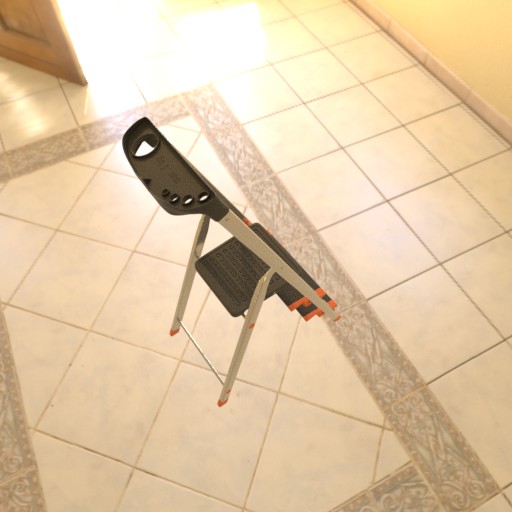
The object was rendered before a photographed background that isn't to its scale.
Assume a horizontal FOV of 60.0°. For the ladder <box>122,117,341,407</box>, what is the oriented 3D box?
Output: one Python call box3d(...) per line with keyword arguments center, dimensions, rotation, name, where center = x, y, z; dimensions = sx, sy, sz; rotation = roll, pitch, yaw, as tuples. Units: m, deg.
box3d(center=(0.000, 0.000, 1.527), dimensions=(0.686, 1.229, 0.416), rotation=(-32, 64, -18), name="ladder")
